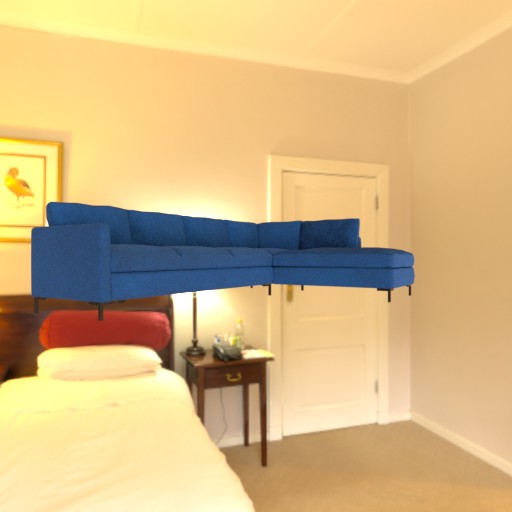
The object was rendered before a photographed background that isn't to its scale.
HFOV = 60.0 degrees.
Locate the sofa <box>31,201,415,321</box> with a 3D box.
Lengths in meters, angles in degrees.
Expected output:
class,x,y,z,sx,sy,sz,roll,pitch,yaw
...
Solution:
class,x,y,z,sx,sy,sz,roll,pitch,yaw
sofa,0.000,0.000,3.256,1.707,0.687,2.486,0,0,33
